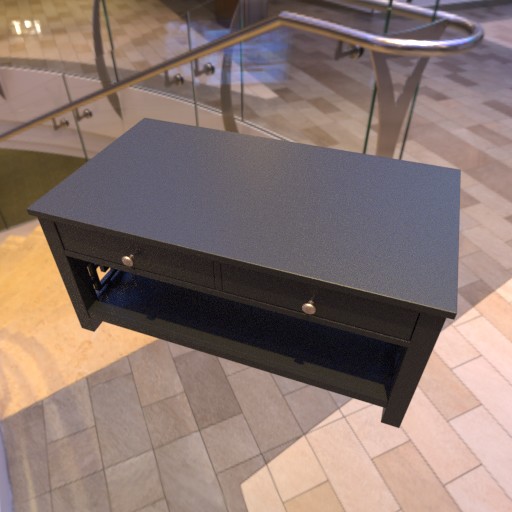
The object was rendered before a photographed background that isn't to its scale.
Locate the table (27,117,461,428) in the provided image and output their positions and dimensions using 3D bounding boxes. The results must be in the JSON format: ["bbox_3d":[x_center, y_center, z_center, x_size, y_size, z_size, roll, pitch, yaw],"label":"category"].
[{"bbox_3d":[0.000,0.000,1.393,1.068,0.493,0.612,13,43,15],"label":"table"}]
